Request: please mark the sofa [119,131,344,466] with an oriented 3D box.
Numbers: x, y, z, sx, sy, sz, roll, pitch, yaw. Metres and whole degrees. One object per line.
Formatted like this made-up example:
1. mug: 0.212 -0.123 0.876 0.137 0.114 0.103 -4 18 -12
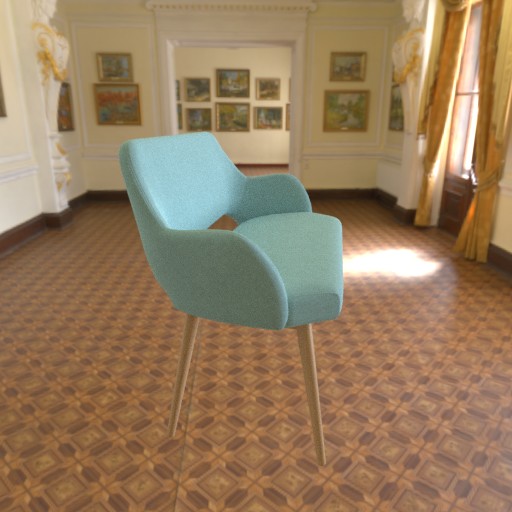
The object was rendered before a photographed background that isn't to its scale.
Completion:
1. sofa: 0.000 0.000 1.597 0.610 0.840 1.150 3 18 10
